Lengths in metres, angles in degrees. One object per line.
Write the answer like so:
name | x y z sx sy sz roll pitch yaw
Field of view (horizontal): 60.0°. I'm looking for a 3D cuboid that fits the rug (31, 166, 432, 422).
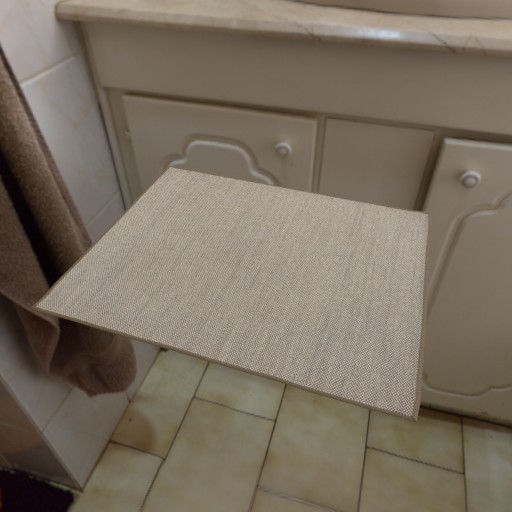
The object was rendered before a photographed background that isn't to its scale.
rug | 0.000 0.000 4.071 3.041 0.020 2.413 13 43 14
